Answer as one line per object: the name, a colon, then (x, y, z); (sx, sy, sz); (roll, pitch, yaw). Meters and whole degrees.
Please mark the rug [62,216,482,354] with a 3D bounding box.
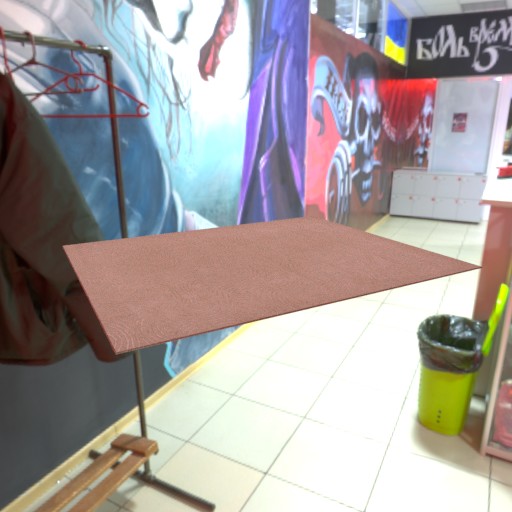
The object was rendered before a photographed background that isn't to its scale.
rug: (0.000, 0.000, 3.461); (2.584, 0.011, 2.073); (-9, 19, -28)
